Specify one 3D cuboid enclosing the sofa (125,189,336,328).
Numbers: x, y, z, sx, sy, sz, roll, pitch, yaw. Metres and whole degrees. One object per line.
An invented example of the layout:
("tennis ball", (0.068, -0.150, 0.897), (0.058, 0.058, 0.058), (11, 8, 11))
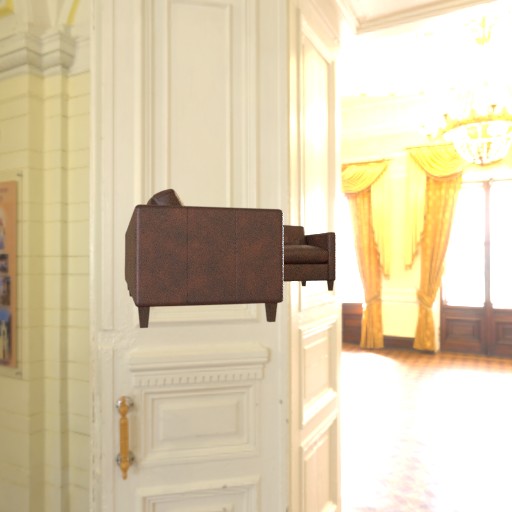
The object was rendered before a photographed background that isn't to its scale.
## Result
("sofa", (0.000, 0.000, 4.361), (2.438, 0.836, 3.152), (0, 0, -17))
